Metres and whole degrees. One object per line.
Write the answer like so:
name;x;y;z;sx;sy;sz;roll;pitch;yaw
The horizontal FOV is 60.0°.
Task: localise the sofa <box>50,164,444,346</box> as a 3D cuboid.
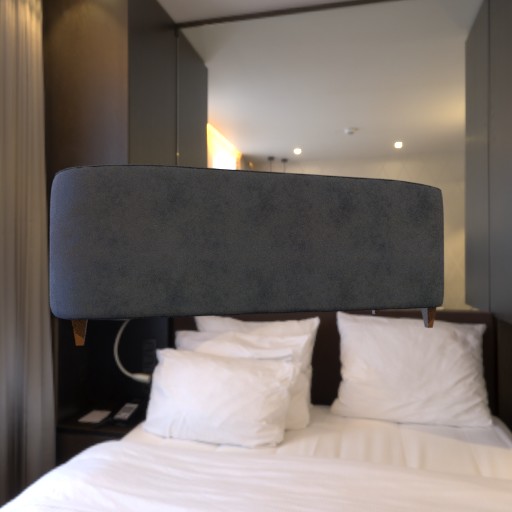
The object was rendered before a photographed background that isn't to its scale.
sofa;0.000;0.000;2.705;2.278;0.855;0.941;0;-1;-17
